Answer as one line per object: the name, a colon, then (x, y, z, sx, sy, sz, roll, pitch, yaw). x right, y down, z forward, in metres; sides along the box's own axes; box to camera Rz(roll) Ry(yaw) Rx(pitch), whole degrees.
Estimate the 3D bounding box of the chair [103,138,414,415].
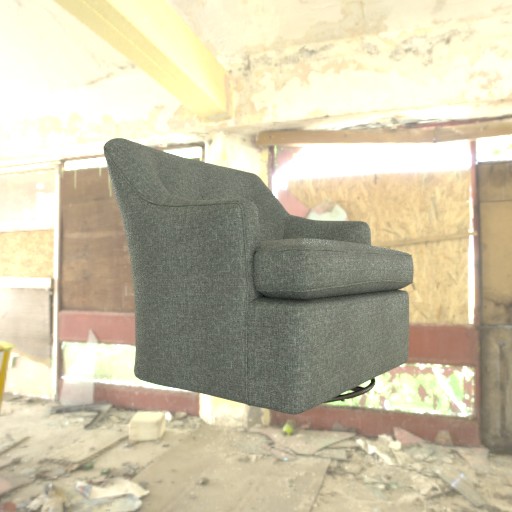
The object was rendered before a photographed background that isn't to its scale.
chair: (0.000, 0.000, 1.626, 0.923, 0.856, 0.864, -1, -2, 38)
